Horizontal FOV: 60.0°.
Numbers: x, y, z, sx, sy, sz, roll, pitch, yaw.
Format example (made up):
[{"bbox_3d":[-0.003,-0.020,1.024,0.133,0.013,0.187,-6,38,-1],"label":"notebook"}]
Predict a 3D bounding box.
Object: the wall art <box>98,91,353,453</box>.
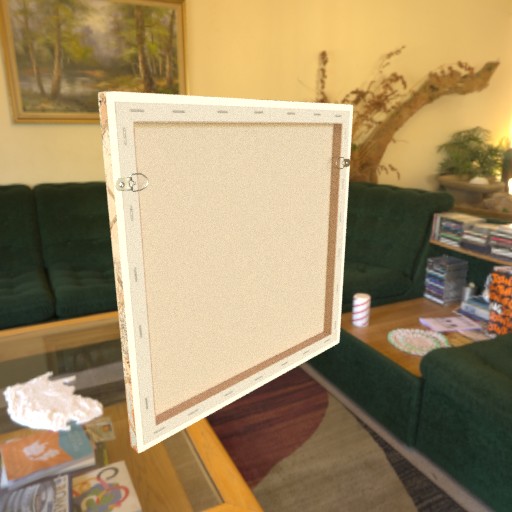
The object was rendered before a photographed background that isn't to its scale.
[{"bbox_3d":[0.000,0.000,1.370,0.912,0.914,0.039,-15,22,-42],"label":"wall art"}]
